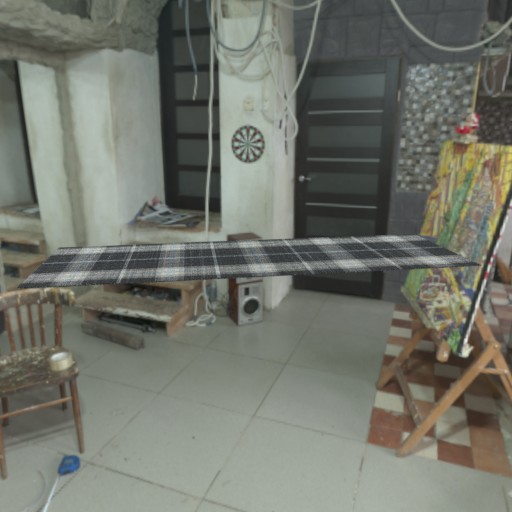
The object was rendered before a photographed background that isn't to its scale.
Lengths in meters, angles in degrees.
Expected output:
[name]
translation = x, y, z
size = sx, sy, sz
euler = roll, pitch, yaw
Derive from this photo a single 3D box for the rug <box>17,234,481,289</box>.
[rug]
translation = 0.000, 0.000, 2.649
size = 2.434, 0.012, 0.760
euler = -2, 16, -8
